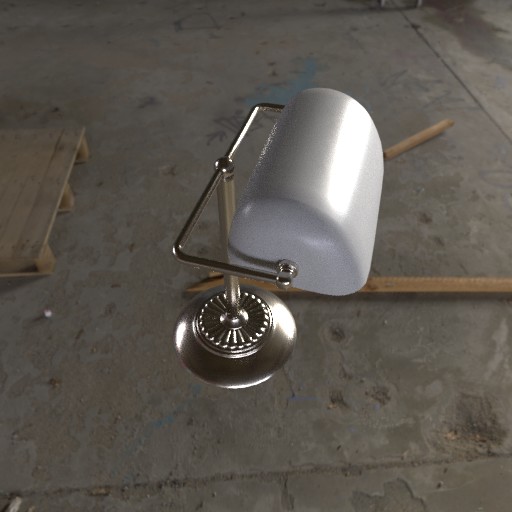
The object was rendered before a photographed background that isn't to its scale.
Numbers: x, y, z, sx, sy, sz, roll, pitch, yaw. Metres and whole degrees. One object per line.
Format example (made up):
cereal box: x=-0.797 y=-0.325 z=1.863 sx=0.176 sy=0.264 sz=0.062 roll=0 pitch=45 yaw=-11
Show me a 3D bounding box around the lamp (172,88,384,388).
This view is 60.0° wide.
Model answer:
lamp: x=0.000 y=0.000 z=0.515 sx=0.243 sy=0.339 sz=0.264 roll=12 pitch=48 yaw=11
